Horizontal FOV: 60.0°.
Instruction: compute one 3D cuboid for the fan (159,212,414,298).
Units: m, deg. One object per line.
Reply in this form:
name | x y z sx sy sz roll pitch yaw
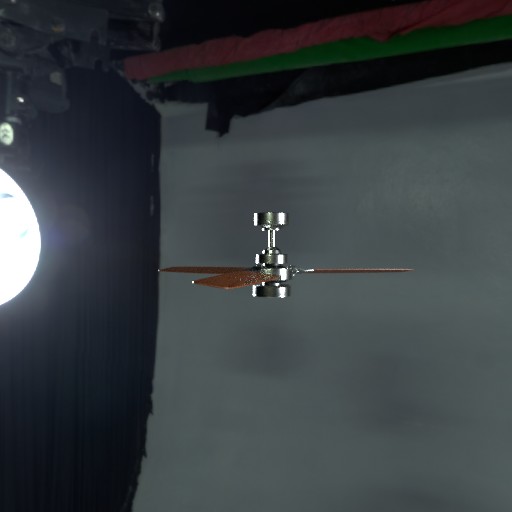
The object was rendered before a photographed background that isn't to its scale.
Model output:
fan | 0.000 0.000 2.039 1.416 0.410 1.271 0 1 17
